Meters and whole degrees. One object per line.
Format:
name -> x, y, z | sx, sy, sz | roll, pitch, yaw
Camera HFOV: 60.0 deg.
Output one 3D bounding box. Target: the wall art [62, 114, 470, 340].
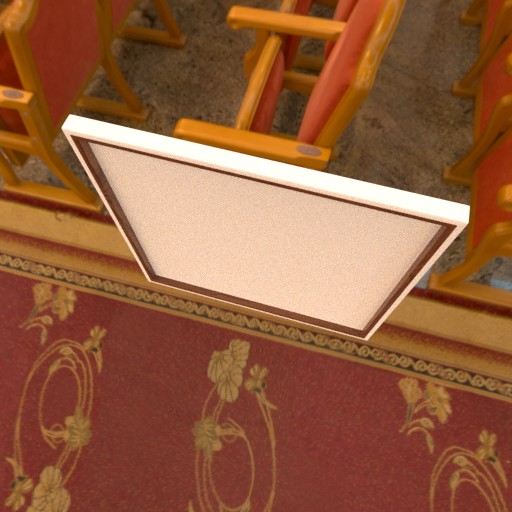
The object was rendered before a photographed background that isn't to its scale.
wall art -> 0.000, 0.000, 1.141 | 0.757, 0.757, 0.037 | 14, 65, 7
